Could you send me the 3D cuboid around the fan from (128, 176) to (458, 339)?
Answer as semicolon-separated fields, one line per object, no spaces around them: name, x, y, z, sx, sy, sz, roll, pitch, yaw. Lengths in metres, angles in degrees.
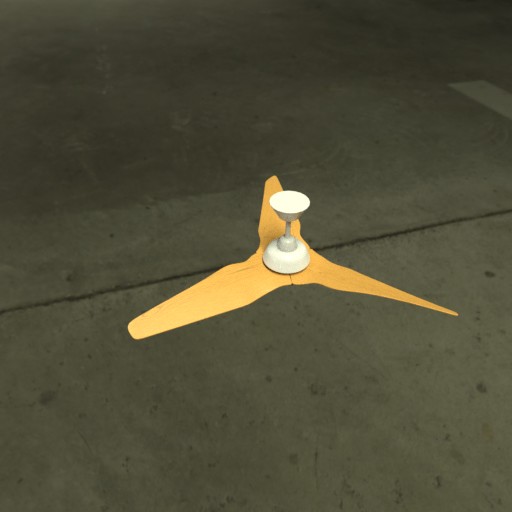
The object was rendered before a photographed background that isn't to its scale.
fan;0.000;0.000;1.630;1.010;0.355;1.142;-25;46;-26
